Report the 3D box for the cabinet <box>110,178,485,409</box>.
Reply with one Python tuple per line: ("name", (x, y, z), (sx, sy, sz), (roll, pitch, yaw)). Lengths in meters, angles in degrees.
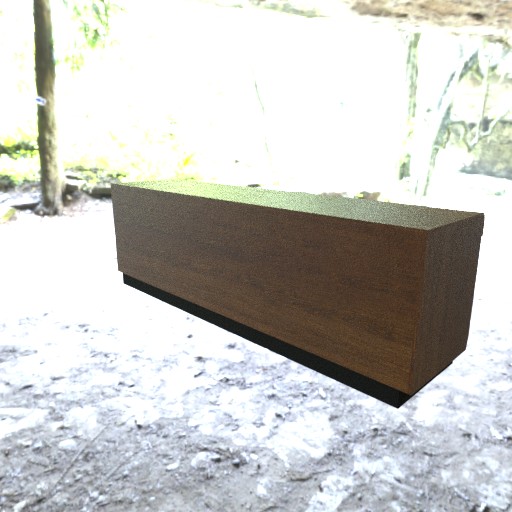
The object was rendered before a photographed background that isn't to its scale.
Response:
("cabinet", (0.000, 0.000, 1.821), (0.419, 0.510, 1.600), (-14, 20, -43))
